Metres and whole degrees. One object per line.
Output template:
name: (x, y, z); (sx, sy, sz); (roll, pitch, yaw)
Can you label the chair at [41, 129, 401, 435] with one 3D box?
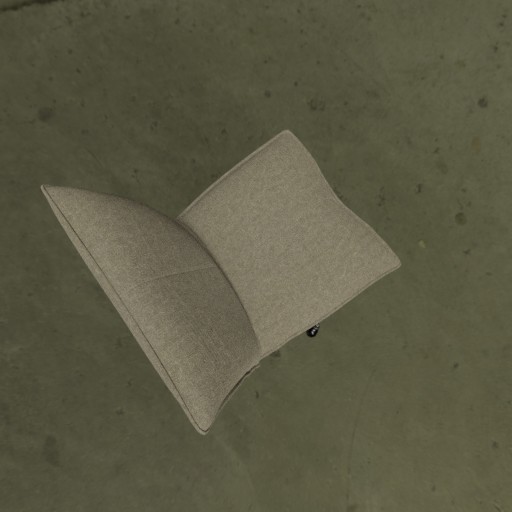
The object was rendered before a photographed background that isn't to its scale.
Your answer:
chair: (0.000, 0.000, 1.283); (0.696, 0.811, 0.597); (-35, 78, -8)
